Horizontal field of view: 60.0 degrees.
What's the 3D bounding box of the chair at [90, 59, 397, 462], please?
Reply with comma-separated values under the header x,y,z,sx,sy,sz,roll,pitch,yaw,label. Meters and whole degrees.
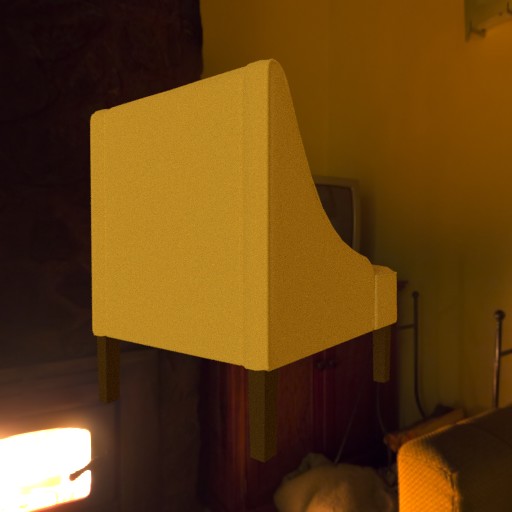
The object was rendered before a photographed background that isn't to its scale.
x,y,z,sx,sy,sz,roll,pitch,yaw,label
0.000,0.000,1.465,0.689,0.886,0.806,1,2,37,chair
